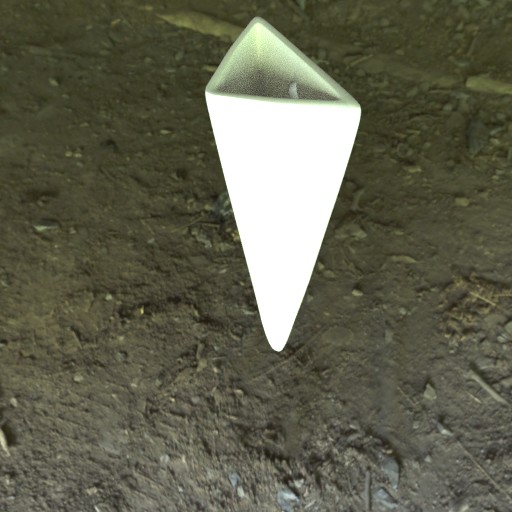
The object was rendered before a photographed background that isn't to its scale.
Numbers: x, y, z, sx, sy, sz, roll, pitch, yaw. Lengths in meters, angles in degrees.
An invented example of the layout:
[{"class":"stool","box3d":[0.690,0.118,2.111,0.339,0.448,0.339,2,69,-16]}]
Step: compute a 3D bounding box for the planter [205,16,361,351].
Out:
[{"class":"planter","box3d":[0.000,0.000,0.386,0.065,0.338,0.143,-16,49,-15]}]
